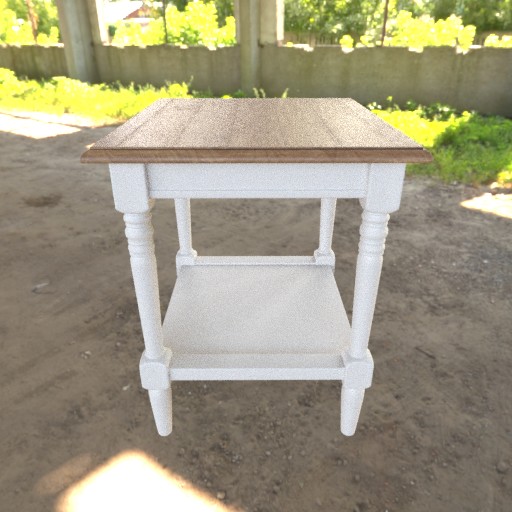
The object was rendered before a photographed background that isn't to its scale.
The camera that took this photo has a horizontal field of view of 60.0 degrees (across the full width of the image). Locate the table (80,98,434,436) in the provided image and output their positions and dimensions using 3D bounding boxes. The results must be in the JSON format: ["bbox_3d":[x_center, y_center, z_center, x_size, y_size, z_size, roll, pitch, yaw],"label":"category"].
[{"bbox_3d":[0.000,0.000,0.919,0.457,0.561,0.508,0,27,0],"label":"table"}]
